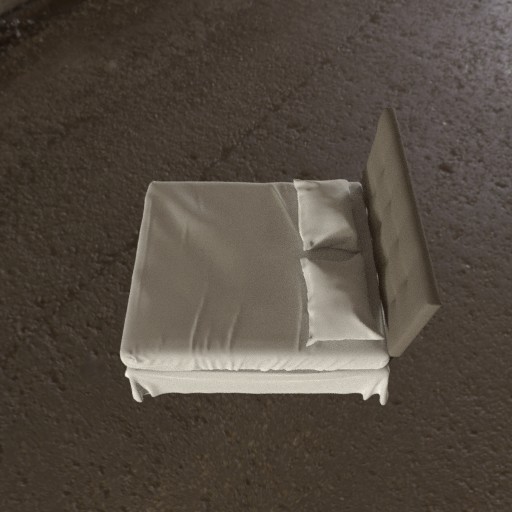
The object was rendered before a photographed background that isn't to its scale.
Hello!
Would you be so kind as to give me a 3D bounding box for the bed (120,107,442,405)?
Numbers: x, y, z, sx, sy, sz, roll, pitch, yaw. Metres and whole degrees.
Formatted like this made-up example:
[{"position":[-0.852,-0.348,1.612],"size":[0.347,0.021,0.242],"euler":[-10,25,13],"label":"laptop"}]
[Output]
[{"position":[0.000,0.000,3.510],"size":[2.222,1.577,1.936],"euler":[0,58,0],"label":"bed"}]
